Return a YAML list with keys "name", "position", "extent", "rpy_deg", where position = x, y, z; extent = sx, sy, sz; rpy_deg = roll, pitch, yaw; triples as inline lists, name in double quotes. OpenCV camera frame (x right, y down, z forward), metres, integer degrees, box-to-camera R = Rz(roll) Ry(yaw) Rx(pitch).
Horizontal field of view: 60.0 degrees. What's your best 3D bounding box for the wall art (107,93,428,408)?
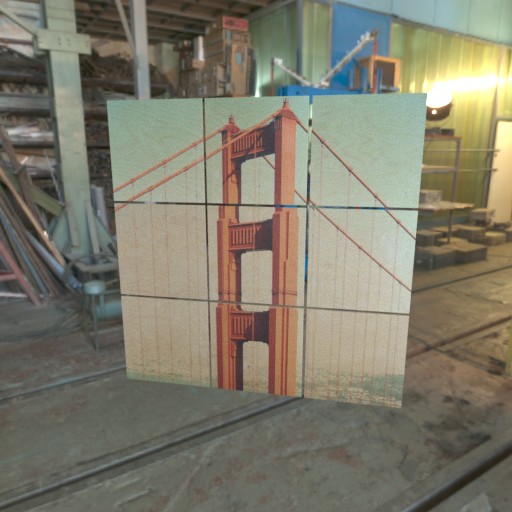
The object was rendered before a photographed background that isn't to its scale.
- name: "wall art"
  position: [0.000, 0.000, 2.243]
  extent: [1.517, 1.523, 0.013]
  rpy_deg: [3, 14, 11]
